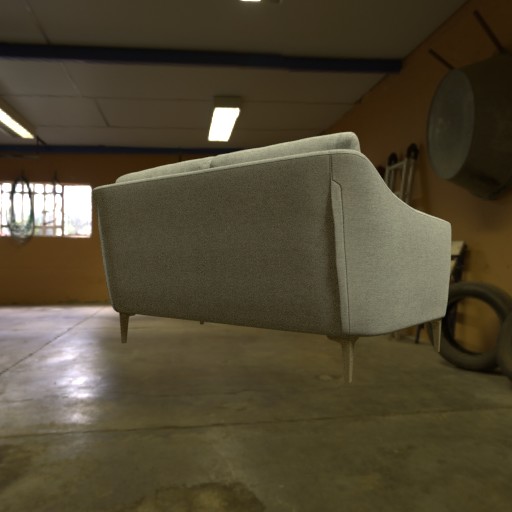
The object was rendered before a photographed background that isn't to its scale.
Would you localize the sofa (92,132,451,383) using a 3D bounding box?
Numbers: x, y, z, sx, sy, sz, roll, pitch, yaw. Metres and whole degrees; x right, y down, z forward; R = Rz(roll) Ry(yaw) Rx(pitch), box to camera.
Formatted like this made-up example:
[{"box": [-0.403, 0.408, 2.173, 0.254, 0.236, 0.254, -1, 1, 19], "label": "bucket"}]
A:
[{"box": [0.000, 0.000, 2.189, 1.619, 0.904, 0.960, 0, -1, 36], "label": "sofa"}]
